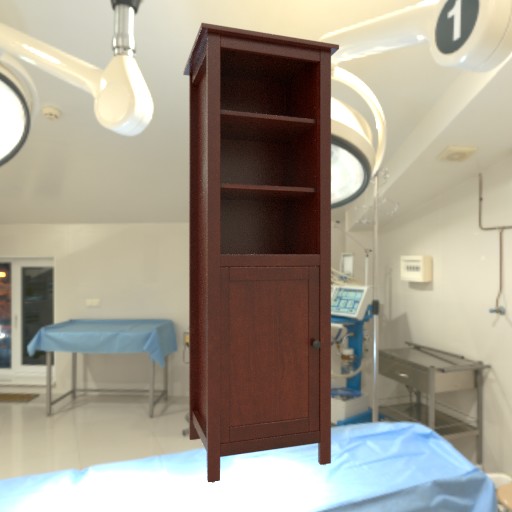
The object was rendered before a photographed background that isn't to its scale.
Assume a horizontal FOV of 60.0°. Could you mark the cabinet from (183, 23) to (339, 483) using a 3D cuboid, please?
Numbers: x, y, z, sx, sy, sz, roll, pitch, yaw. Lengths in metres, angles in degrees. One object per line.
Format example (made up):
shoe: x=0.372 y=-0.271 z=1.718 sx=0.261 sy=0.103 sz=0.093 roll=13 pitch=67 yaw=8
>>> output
cabinet: x=0.000 y=0.000 z=1.707 sx=0.500 sy=1.518 sz=0.401 roll=0 pitch=0 yaw=-18
